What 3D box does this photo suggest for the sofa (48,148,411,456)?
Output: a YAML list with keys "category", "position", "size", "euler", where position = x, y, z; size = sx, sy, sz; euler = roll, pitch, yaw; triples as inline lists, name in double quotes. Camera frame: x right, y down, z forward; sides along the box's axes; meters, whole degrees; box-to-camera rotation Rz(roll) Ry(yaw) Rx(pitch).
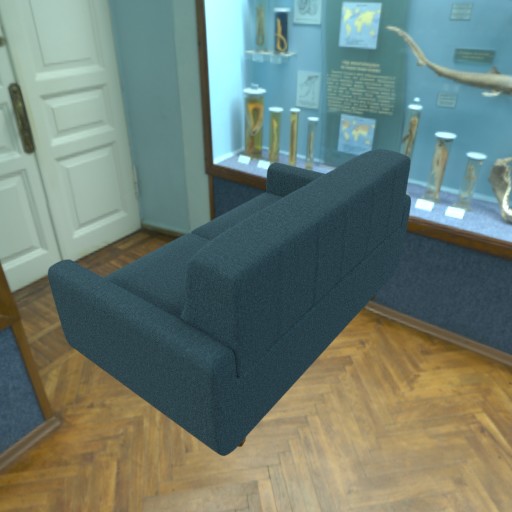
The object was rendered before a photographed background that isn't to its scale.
- category: "sofa"
  position: [0.000, 0.000, 2.213]
  size: [0.942, 0.896, 1.651]
  euler: [22, 37, 31]
